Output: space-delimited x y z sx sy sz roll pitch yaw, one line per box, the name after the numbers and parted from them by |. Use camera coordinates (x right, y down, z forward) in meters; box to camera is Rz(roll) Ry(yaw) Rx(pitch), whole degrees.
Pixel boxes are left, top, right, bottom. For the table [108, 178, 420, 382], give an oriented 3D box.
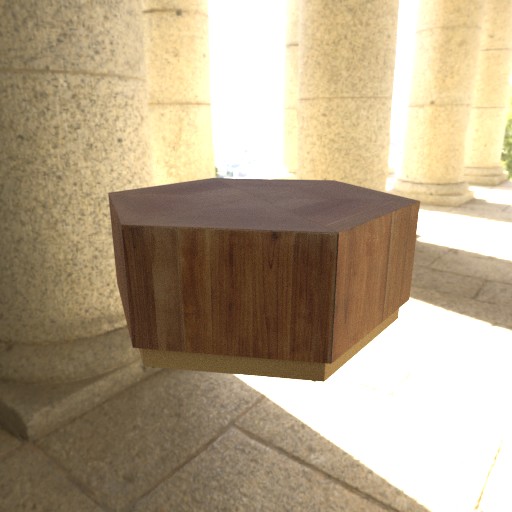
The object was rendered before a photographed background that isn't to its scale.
0.000 0.000 1.691 1.154 0.456 1.000 3 17 8 | table
